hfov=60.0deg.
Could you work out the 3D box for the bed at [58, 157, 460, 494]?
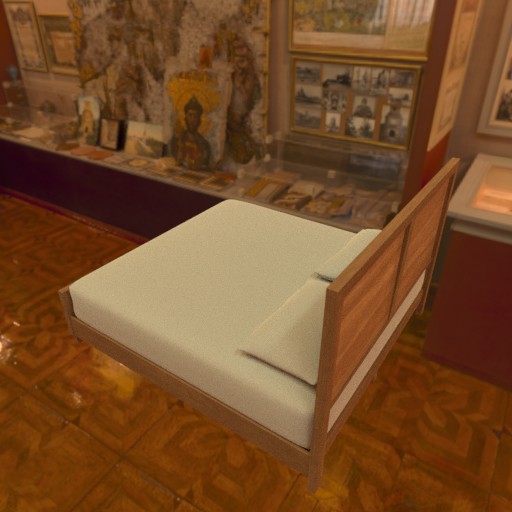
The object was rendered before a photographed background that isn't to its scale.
[{"bbox_3d":[0.000,0.000,3.367,2.184,1.387,2.003,20,36,29],"label":"bed"}]
